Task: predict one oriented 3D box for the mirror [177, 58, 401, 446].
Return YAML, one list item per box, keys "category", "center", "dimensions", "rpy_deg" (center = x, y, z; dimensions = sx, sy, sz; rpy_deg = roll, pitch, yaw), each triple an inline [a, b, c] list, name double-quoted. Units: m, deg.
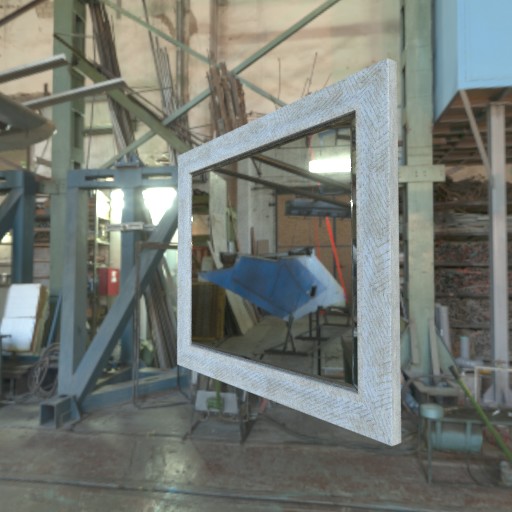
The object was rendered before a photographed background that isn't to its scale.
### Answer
- category: "mirror"
  center: [0.000, 0.000, 1.129]
  dimensions: [0.028, 0.689, 0.839]
  rpy_deg: [1, -2, -36]
